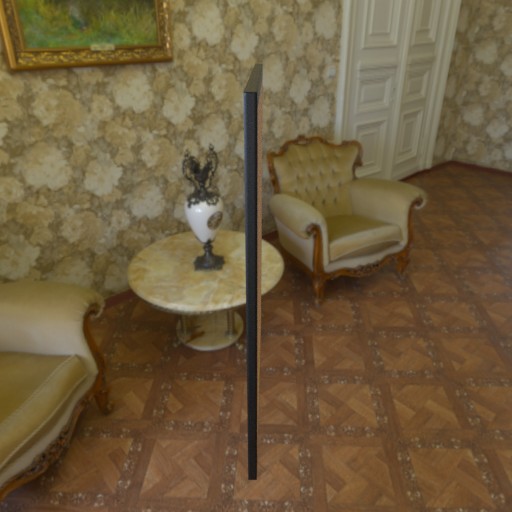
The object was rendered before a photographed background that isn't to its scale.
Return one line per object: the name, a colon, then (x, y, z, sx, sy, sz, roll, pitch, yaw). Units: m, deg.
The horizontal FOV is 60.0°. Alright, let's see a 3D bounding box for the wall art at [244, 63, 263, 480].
wall art: (0.000, 0.000, 0.860, 0.016, 0.657, 0.480, 1, 27, 1)
